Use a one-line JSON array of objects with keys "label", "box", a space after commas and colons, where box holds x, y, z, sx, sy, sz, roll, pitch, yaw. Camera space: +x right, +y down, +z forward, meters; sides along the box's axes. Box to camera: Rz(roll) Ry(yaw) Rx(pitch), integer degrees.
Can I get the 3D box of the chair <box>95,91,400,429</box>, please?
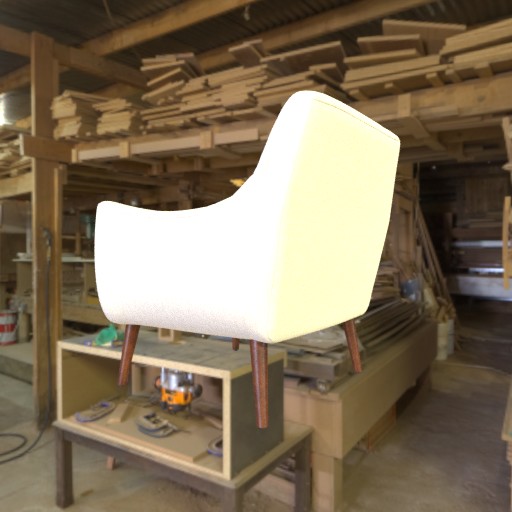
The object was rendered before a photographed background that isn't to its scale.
[{"label": "chair", "box": [0.000, 0.000, 1.470, 0.787, 0.838, 0.762, 1, 2, 36]}]
